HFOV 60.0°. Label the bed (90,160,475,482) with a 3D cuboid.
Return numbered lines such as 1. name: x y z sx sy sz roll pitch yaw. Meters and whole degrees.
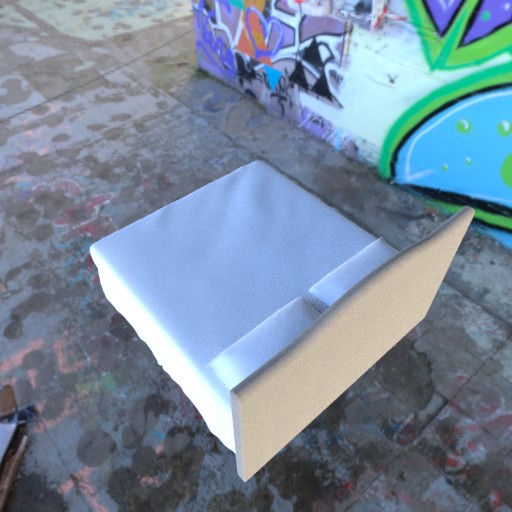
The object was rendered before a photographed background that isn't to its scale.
1. bed: 0.000 0.000 3.544 2.083 1.421 2.182 -32 55 -26
